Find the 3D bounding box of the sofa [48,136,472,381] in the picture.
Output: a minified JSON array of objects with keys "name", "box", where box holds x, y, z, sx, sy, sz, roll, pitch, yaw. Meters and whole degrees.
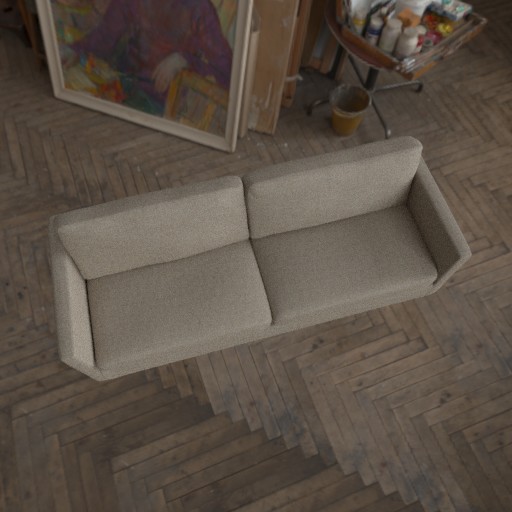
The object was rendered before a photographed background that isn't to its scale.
[{"name":"sofa","box":[0.000,0.000,2.906,2.434,0.965,0.951,-14,66,-6]}]
